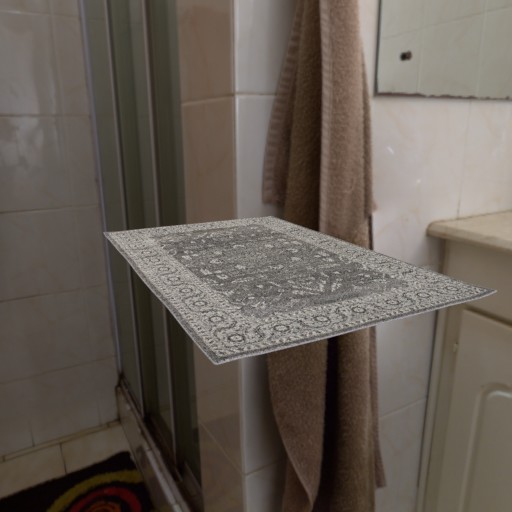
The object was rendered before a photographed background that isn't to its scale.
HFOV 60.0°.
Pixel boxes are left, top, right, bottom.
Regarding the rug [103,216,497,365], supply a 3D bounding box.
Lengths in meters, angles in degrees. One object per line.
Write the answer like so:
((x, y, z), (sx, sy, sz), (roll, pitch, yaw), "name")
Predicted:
((0.000, 0.000, 2.263), (1.209, 0.019, 1.828), (-8, 18, -26), "rug")
